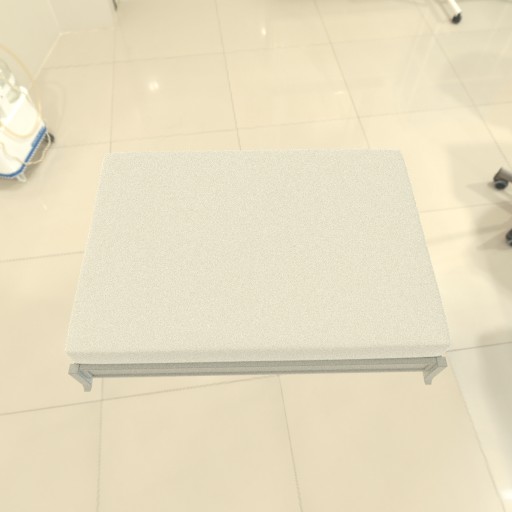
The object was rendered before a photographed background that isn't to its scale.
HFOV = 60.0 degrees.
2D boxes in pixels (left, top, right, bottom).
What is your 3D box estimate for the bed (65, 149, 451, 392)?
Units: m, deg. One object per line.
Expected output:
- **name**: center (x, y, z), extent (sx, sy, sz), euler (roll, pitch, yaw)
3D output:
- **bed**: center (0.000, 0.000, 2.690), extent (1.985, 0.510, 1.460), euler (-1, 59, -1)
